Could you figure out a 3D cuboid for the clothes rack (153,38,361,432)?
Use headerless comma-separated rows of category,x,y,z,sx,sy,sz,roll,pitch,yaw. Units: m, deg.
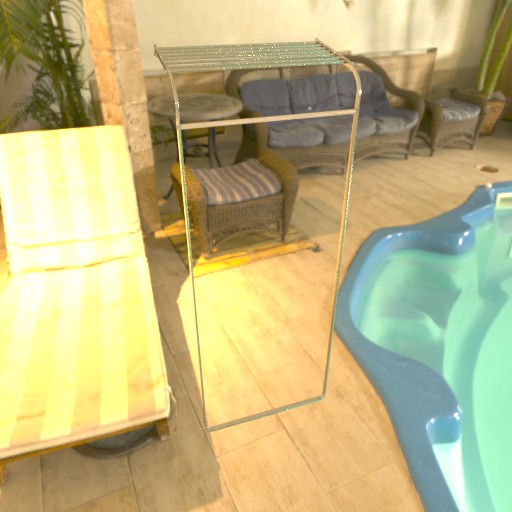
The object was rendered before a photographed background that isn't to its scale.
clothes rack,0.000,0.000,1.832,0.609,1.574,0.349,-10,33,-16
